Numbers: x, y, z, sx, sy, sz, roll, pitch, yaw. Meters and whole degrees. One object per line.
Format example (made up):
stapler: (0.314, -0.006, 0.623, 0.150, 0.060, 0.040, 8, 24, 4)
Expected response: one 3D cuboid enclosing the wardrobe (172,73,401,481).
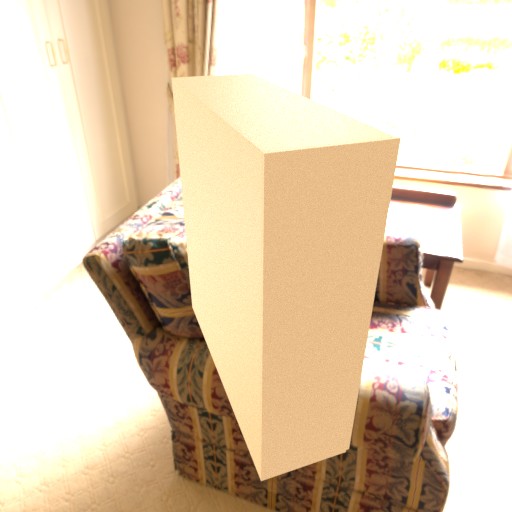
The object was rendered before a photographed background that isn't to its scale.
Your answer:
wardrobe: (0.000, 0.000, 2.984, 0.600, 2.020, 1.830, -10, 32, -17)
